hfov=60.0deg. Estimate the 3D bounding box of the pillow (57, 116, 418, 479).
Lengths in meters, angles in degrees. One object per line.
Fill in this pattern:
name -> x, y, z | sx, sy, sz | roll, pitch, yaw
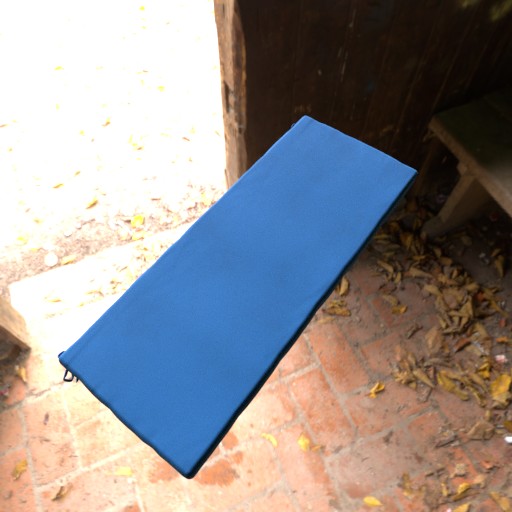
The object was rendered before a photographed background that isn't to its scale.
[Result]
pillow -> 0.000, 0.000, 1.323 | 0.492, 0.081, 1.187 | 33, 64, 18
